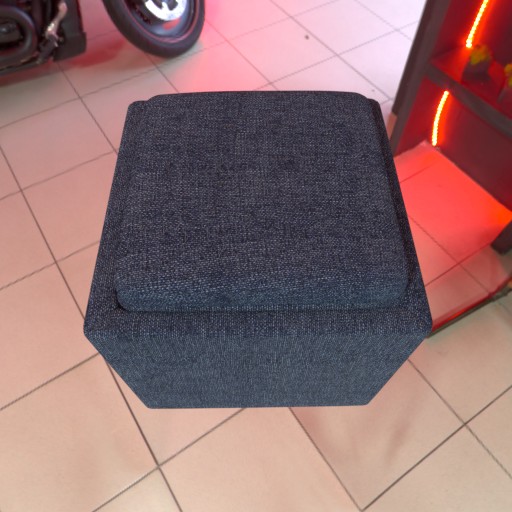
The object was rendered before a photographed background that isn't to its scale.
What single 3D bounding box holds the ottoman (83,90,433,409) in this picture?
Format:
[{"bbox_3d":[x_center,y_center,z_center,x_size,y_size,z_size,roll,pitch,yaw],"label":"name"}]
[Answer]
[{"bbox_3d":[0.000,0.000,0.817,0.450,0.460,0.450,-1,58,0],"label":"ottoman"}]
